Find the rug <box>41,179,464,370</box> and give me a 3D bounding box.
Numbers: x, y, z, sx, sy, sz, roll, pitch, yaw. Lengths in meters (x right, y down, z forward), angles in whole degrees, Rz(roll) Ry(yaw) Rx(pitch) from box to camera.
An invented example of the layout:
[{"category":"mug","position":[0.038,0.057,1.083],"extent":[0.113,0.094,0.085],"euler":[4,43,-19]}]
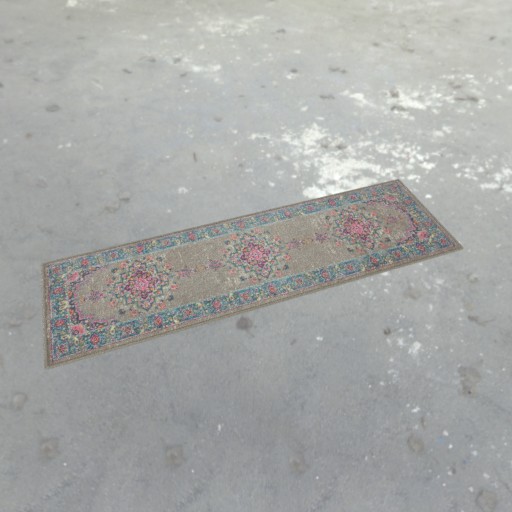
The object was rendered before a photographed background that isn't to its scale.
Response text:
[{"category":"rug","position":[0.000,0.000,1.994],"extent":[1.827,0.012,0.553],"euler":[-15,49,-13]}]
